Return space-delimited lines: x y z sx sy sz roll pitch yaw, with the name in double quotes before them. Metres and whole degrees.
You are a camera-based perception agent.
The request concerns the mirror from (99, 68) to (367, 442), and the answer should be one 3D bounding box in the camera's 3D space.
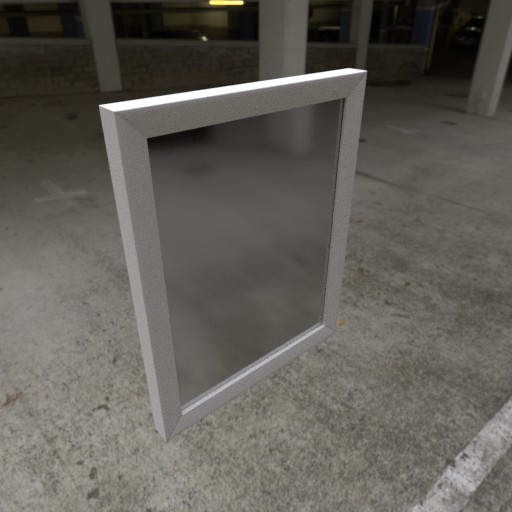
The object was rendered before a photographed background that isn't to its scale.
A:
"mirror" 0.000 0.000 0.694 0.405 0.508 0.041 -24 38 -34
